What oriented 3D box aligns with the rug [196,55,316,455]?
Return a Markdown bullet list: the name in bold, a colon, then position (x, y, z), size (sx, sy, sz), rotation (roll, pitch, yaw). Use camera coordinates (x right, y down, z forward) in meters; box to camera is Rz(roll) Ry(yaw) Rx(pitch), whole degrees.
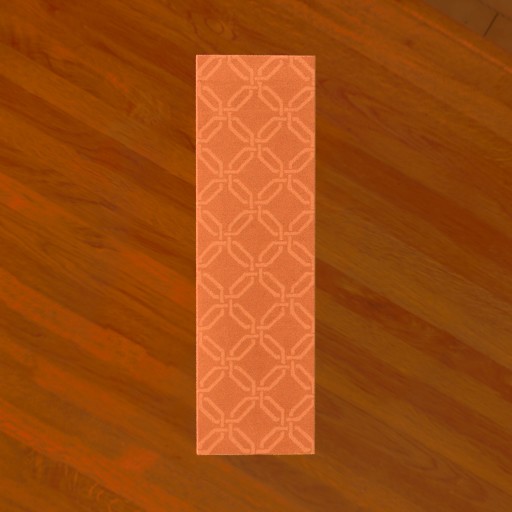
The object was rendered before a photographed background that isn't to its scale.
- **rug**: position (0.000, 0.000, 2.528), size (0.678, 0.014, 2.276), rotation (0, 91, -1)
